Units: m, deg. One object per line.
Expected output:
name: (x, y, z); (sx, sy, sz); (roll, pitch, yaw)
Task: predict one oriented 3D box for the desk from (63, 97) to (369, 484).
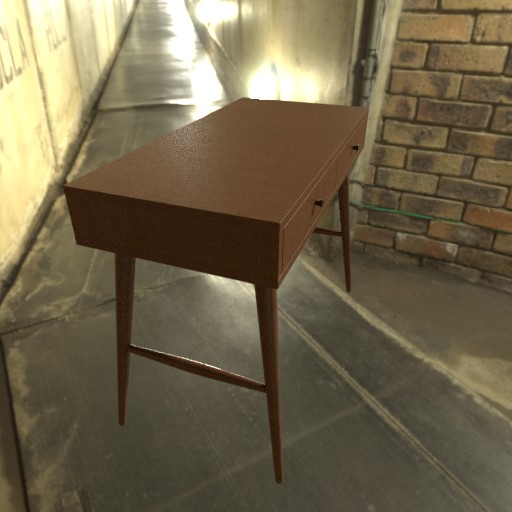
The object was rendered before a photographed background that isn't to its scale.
desk: (0.000, 0.000, 1.405); (0.510, 0.758, 0.949); (11, 33, 18)
